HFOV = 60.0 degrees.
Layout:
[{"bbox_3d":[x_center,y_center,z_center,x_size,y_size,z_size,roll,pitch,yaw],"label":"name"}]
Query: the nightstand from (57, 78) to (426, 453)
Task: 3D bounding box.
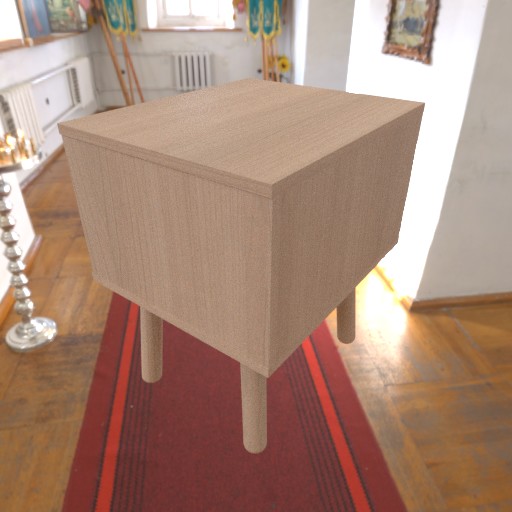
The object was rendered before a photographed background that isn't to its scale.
[{"bbox_3d":[0.000,0.000,0.834,0.380,0.530,0.450,22,38,31],"label":"nightstand"}]
